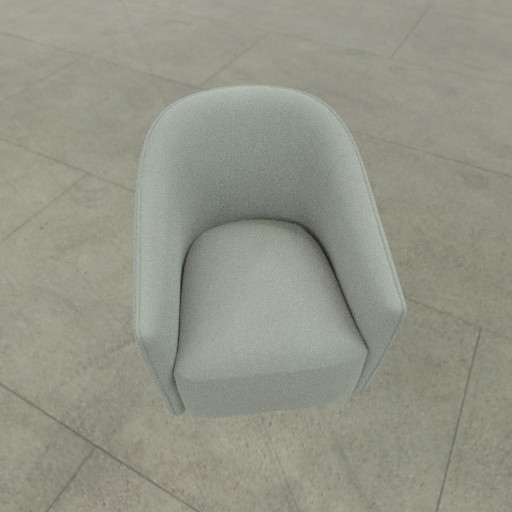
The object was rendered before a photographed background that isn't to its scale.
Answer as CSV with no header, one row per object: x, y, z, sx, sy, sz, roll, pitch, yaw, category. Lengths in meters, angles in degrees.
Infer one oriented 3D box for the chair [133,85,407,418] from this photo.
0.000,0.000,1.516,0.747,0.799,0.875,-5,48,-5,chair
